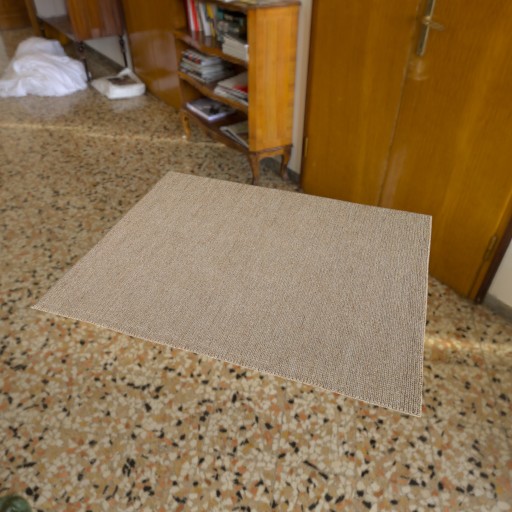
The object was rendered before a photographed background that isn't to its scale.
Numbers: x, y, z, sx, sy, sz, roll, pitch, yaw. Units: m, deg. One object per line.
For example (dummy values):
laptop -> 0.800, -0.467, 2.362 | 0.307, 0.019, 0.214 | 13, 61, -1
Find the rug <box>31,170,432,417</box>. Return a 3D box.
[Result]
rug -> 0.000, 0.000, 4.087 | 3.034, 0.012, 2.406 | 12, 41, 14
